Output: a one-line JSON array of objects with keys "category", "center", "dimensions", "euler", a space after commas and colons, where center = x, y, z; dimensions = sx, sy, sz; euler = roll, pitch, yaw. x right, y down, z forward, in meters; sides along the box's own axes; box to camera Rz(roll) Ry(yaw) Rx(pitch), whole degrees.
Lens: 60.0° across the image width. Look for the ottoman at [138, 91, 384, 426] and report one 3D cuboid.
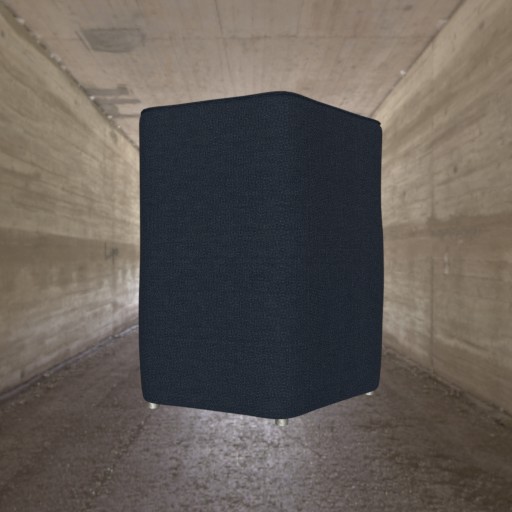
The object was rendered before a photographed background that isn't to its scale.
[{"category": "ottoman", "center": [0.000, 0.000, 0.888], "dimensions": [0.492, 0.505, 0.454], "euler": [0, 0, -36]}]
